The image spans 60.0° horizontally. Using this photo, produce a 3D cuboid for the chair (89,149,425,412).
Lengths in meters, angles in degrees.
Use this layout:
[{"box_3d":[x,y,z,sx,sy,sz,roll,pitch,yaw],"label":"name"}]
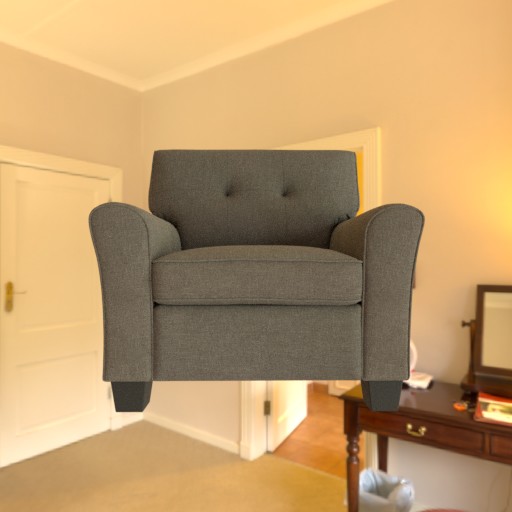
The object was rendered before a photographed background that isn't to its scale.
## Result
[{"box_3d":[0.000,0.000,1.615,0.941,0.890,0.816,0,0,-1],"label":"chair"}]
